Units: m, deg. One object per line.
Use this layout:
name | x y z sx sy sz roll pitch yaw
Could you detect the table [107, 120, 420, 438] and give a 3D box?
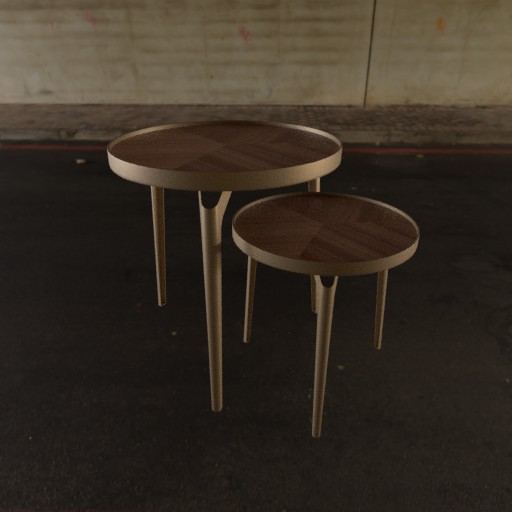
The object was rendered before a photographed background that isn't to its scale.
table | 0.000 0.000 1.113 0.751 0.555 0.532 17 31 30
